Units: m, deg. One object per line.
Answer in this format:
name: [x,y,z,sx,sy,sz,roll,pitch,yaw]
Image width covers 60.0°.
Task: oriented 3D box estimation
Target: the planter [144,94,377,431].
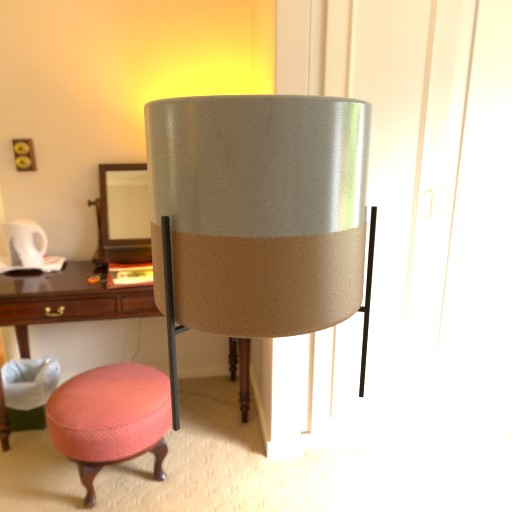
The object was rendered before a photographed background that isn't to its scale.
planter: [0.000,0.000,0.738,0.348,0.480,0.360,14,20,42]
